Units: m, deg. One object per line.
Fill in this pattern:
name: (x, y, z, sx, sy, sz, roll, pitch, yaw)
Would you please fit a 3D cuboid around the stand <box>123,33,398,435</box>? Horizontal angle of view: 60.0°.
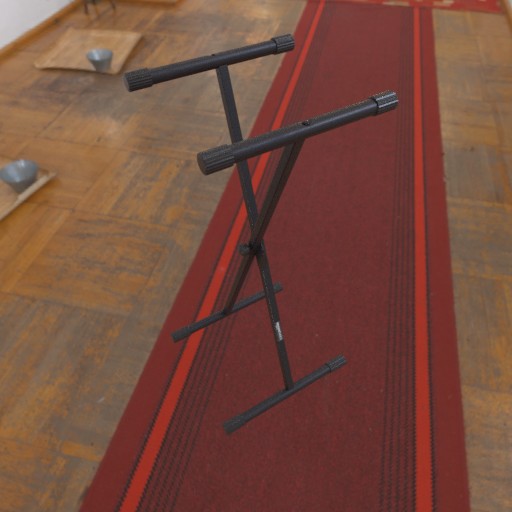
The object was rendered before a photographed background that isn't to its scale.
stand: (0.000, 0.000, 1.173, 0.449, 0.940, 0.409, -24, 51, -21)
